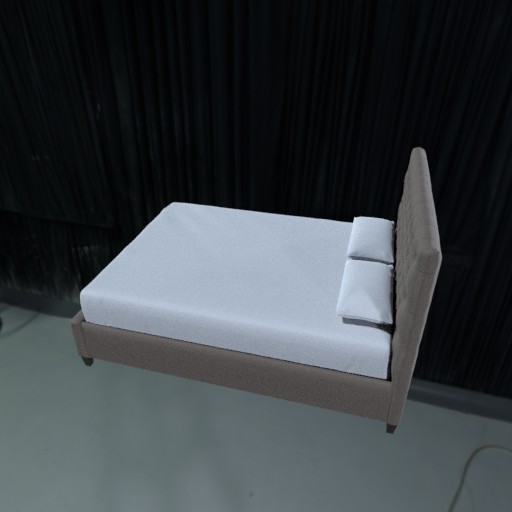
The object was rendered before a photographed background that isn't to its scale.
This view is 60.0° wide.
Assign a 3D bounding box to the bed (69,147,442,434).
[{"bbox_3d":[0.000,0.000,3.497,2.387,1.427,1.698,8,33,13],"label":"bed"}]
